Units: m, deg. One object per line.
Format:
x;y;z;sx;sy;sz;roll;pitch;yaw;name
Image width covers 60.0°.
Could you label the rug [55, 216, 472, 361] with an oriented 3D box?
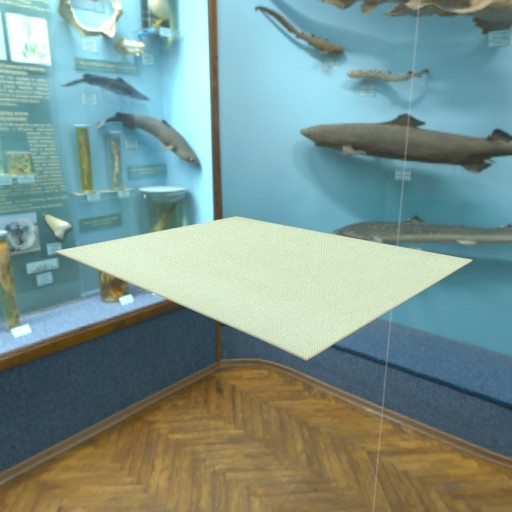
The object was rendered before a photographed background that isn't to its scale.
0.000;0.000;4.125;3.039;0.018;2.462;15;21;41;rug
